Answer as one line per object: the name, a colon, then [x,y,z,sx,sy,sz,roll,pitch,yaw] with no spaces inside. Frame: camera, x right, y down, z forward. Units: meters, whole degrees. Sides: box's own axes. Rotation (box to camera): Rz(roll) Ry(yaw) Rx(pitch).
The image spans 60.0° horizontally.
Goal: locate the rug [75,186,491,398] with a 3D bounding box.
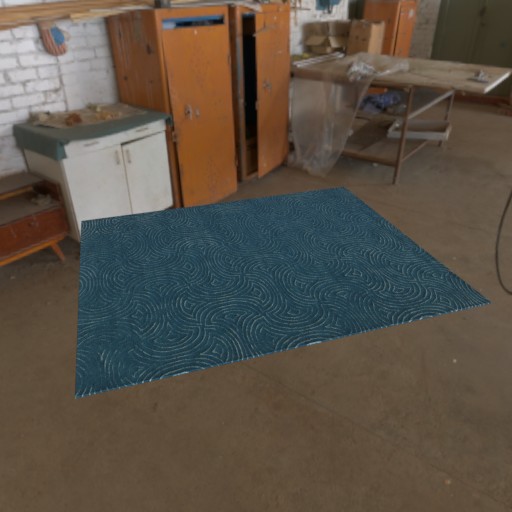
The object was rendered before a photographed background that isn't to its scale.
rug: [0.000,0.000,4.010,3.033,0.012,2.432,-9,33,-15]
